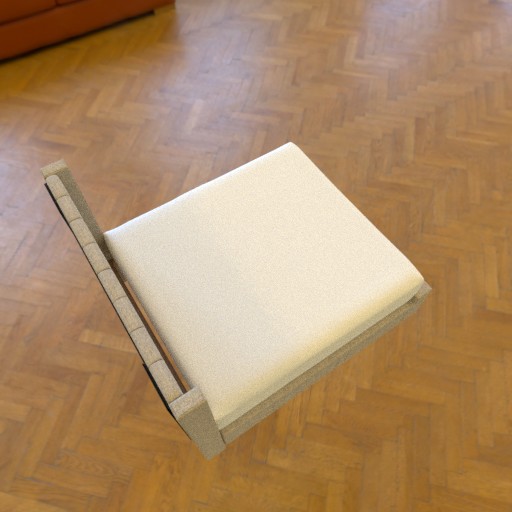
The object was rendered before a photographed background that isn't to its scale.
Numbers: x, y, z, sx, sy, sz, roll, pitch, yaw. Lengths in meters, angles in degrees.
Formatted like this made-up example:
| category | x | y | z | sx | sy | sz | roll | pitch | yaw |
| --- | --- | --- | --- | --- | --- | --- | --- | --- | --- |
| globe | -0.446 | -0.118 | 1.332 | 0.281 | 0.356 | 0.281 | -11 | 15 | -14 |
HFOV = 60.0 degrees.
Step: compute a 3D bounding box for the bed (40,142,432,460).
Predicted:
| category | x | y | z | sx | sy | sz | roll | pitch | yaw |
| --- | --- | --- | --- | --- | --- | --- | --- | --- | --- |
| bed | 0.000 | 0.000 | 3.767 | 2.372 | 1.748 | 2.044 | -30 | 63 | -17 |
